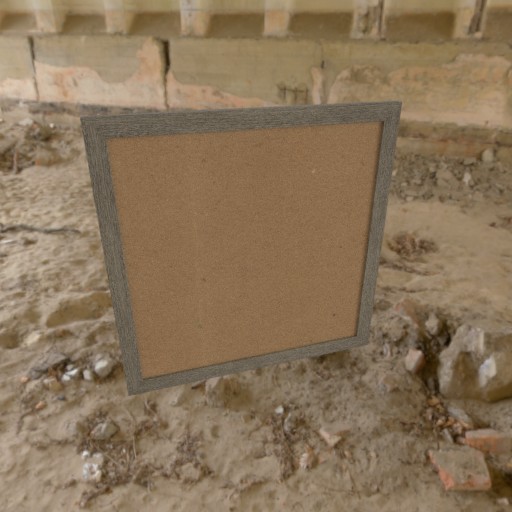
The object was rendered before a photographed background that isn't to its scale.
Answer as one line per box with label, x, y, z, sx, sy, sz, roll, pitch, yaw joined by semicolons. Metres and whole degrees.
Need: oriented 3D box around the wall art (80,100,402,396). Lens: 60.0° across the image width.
wall art;0.000;0.000;1.070;0.685;0.685;0.020;-8;28;-16
